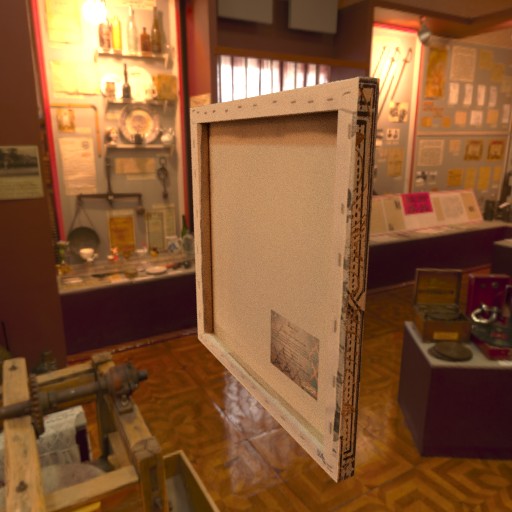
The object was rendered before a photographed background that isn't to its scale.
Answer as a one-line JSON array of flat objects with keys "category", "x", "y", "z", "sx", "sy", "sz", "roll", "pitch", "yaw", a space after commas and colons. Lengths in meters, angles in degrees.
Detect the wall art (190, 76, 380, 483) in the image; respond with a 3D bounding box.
[{"category": "wall art", "x": 0.000, "y": 0.000, "z": 0.896, "sx": 0.036, "sy": 0.607, "sz": 0.609, "roll": -8, "pitch": 16, "yaw": -27}]
